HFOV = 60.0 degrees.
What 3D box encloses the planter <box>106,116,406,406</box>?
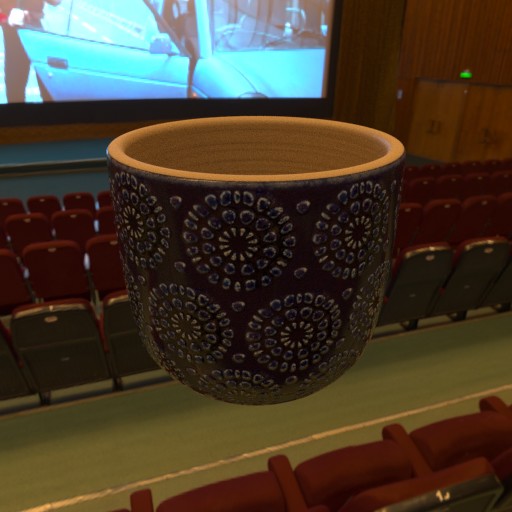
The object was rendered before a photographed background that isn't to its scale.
[{"bbox_3d":[0.000,0.000,0.284,0.165,0.149,0.165,0,26,0],"label":"planter"}]
